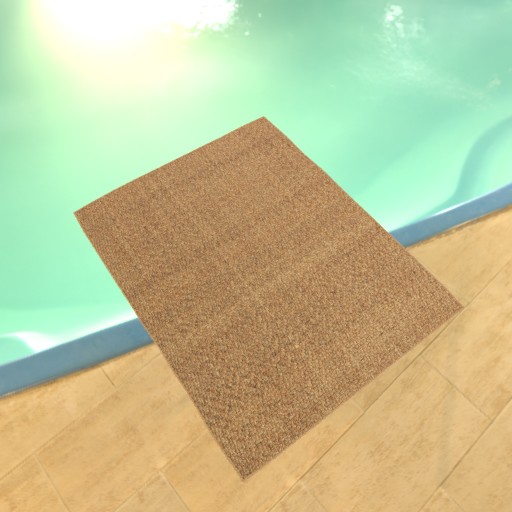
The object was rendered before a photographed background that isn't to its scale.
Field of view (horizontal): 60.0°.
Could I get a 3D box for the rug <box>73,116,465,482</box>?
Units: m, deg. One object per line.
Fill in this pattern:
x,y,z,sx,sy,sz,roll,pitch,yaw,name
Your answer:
0.000,0.000,4.224,2.439,0.013,3.048,-32,64,-17,rug
